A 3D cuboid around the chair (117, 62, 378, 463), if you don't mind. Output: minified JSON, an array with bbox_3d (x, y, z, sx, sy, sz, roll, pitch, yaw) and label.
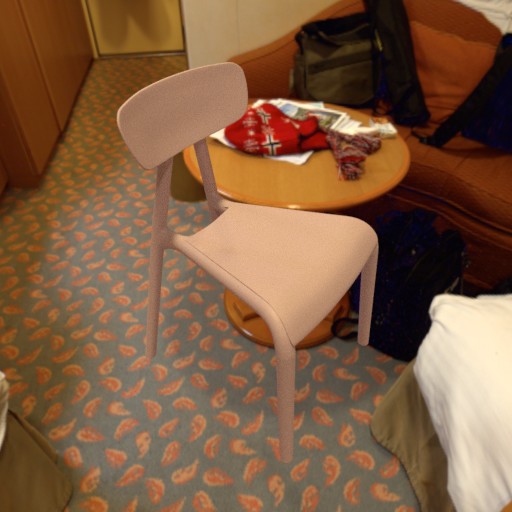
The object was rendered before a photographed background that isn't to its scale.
[{"bbox_3d":[0.000,0.000,0.828,0.401,0.580,0.356,25,47,26],"label":"chair"}]
